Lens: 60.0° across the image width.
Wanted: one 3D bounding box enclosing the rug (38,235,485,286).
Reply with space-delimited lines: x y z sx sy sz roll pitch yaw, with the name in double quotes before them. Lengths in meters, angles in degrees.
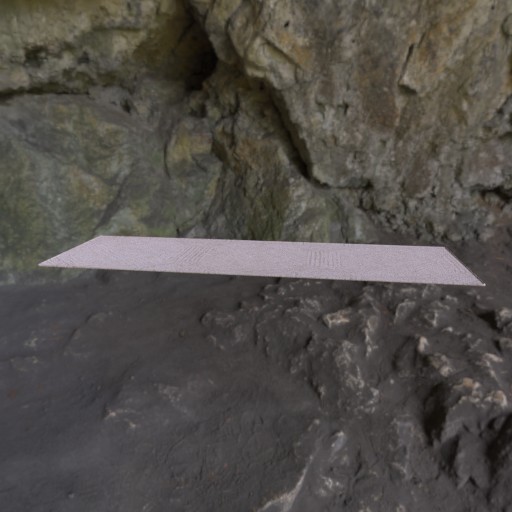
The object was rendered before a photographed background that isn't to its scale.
"rug" 0.000 0.000 2.768 2.452 0.012 0.775 2 16 8
